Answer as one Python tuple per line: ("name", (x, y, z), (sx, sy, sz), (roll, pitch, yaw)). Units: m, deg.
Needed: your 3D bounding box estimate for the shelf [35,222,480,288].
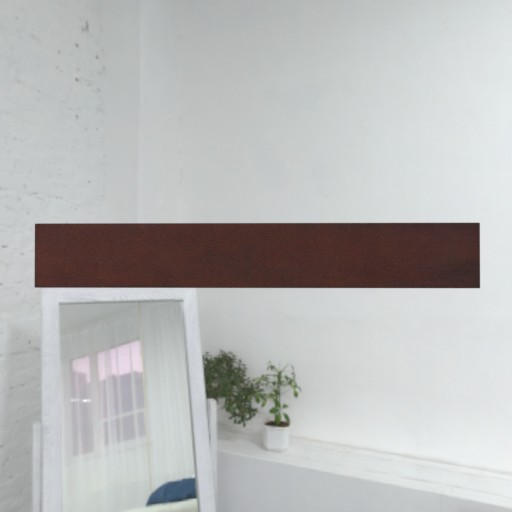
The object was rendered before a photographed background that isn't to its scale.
("shelf", (0.000, 0.000, 0.679), (0.607, 0.088, 0.152), (0, -1, 1))
